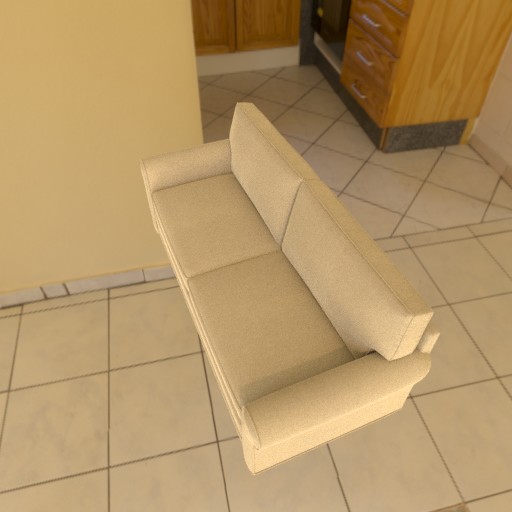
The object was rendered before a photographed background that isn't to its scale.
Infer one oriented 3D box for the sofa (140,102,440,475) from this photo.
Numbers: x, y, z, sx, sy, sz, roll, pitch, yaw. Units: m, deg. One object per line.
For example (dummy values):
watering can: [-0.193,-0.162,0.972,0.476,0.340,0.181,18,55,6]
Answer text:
sofa: [0.000,0.000,2.629,0.901,0.962,2.146,-17,48,-16]
